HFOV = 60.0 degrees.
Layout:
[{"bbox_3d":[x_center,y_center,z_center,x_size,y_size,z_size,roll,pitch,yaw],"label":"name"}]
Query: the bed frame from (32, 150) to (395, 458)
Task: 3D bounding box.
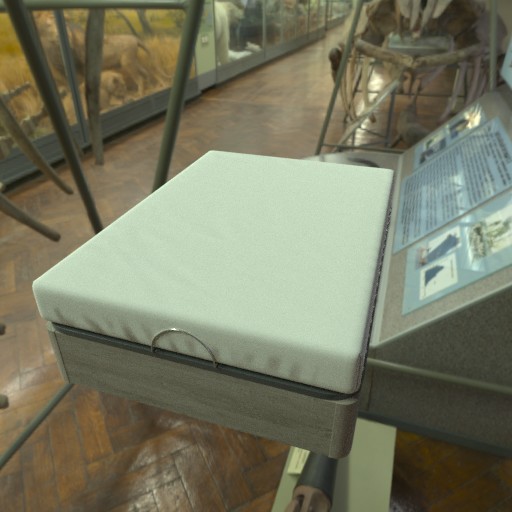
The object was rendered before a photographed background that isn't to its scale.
[{"bbox_3d":[0.000,0.000,2.556,1.400,0.561,1.900,10,32,16],"label":"bed frame"}]
